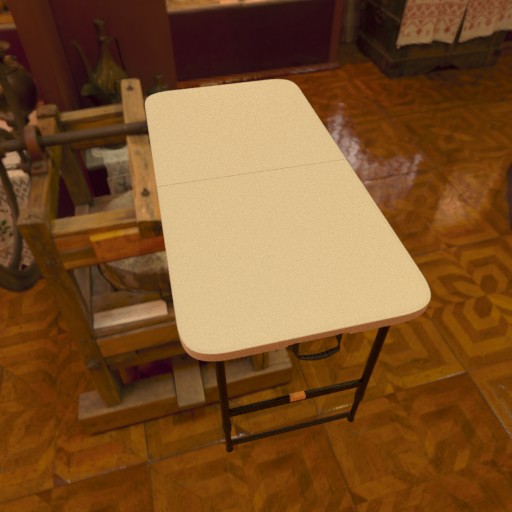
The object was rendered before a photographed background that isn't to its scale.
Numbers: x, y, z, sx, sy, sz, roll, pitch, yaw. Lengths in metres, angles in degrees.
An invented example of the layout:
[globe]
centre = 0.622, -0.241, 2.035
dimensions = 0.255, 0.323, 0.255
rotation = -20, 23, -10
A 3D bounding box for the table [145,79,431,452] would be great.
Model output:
[table]
centre = 0.000, 0.000, 1.645
dimensions = 0.611, 0.737, 1.245
rotation = -10, 48, -9
